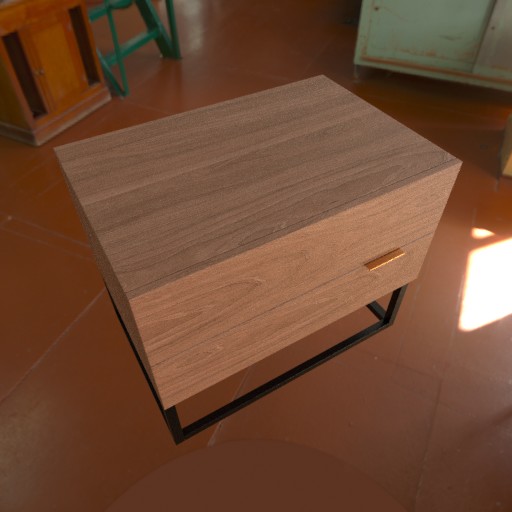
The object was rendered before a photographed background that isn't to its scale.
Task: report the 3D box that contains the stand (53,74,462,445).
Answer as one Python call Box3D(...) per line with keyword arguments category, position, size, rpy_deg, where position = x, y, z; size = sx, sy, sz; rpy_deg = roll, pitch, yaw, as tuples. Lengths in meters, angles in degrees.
Box3D(category="stand", position=(0.000, 0.000, 0.956), size=(0.600, 0.500, 0.420), rpy_deg=(-23, 50, -21))
